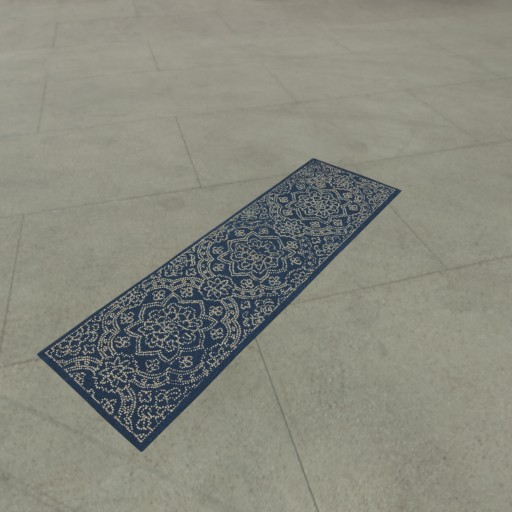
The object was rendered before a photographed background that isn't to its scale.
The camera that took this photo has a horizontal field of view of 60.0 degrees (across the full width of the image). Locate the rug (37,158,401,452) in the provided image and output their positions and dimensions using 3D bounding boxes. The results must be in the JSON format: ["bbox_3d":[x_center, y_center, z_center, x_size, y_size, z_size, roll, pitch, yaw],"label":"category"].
[{"bbox_3d":[0.000,0.000,2.678,0.769,0.012,2.448,28,48,28],"label":"rug"}]
